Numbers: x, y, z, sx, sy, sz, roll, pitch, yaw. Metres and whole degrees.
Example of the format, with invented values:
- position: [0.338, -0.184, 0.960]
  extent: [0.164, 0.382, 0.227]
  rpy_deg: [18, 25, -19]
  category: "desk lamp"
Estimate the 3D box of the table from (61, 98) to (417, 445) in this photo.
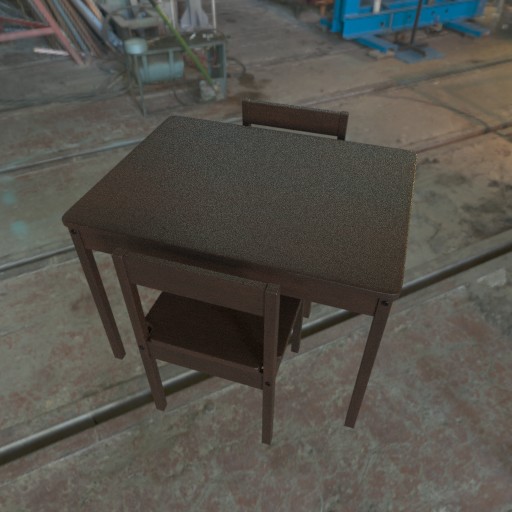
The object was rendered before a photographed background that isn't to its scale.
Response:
- position: [0.000, 0.000, 1.101]
  extent: [0.650, 0.503, 0.672]
  rpy_deg: [12, 44, 13]
  category: "table"
